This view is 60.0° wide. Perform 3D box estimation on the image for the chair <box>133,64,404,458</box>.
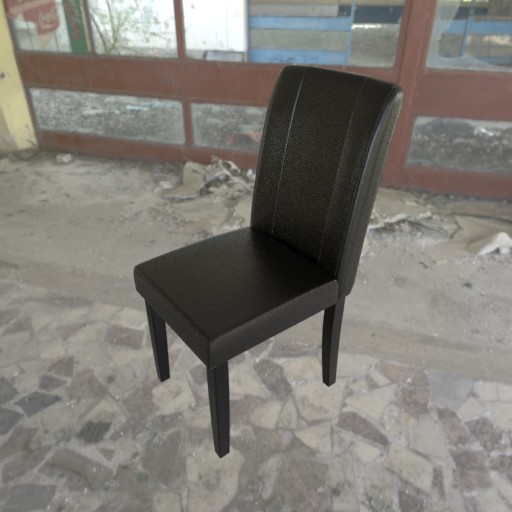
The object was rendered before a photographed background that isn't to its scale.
[{"bbox_3d":[0.000,0.000,1.205,0.556,0.897,0.399,-22,37,-31],"label":"chair"}]
